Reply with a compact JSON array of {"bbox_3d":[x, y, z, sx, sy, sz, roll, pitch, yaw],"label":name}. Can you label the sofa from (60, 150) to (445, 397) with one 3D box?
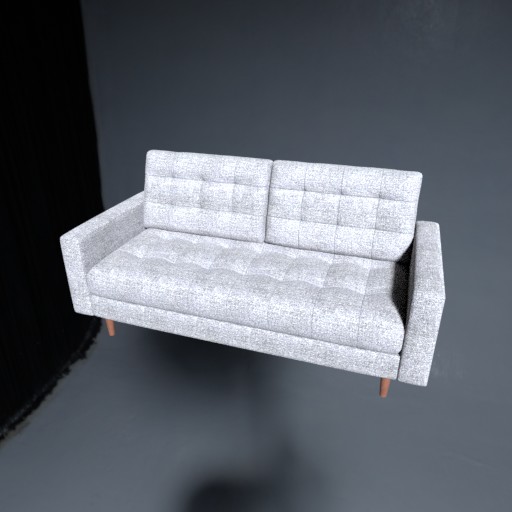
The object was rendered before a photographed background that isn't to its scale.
[{"bbox_3d":[0.000,0.000,2.379,1.821,0.902,0.863,8,27,17],"label":"sofa"}]
